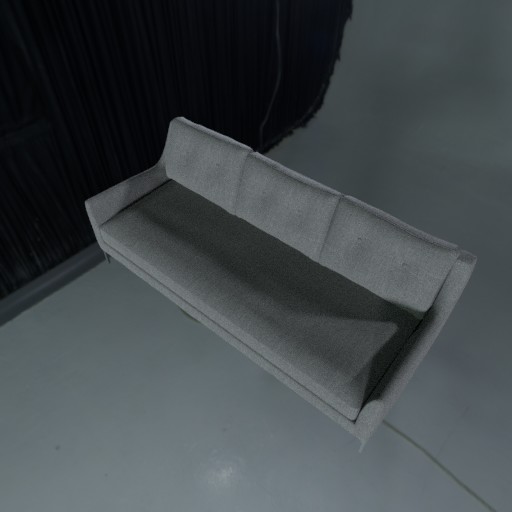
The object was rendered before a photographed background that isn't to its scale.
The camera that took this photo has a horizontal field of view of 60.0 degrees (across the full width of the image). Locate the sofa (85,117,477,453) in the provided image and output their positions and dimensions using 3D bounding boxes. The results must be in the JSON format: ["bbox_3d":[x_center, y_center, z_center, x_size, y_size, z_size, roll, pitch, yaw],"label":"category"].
[{"bbox_3d":[0.000,0.000,2.551,2.060,0.837,0.849,31,54,26],"label":"sofa"}]
